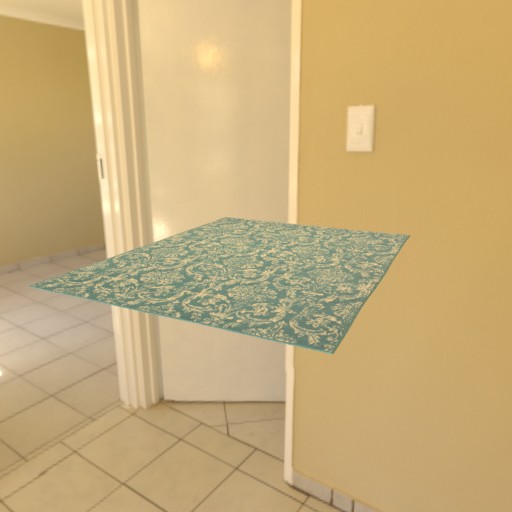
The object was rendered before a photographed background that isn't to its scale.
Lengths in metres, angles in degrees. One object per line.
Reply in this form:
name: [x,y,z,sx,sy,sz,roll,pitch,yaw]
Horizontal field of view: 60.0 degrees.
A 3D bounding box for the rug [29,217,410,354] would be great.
rug: [0.000,0.000,4.128,2.363,0.012,2.980,8,18,25]
